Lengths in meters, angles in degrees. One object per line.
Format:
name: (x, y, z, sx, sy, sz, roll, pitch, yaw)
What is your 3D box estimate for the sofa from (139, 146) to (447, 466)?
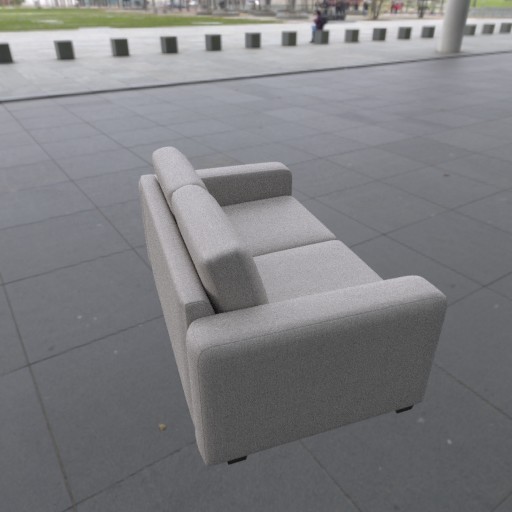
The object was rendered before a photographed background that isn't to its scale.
sofa: (0.000, 0.000, 2.078, 0.900, 0.800, 1.540, -10, 31, -16)
